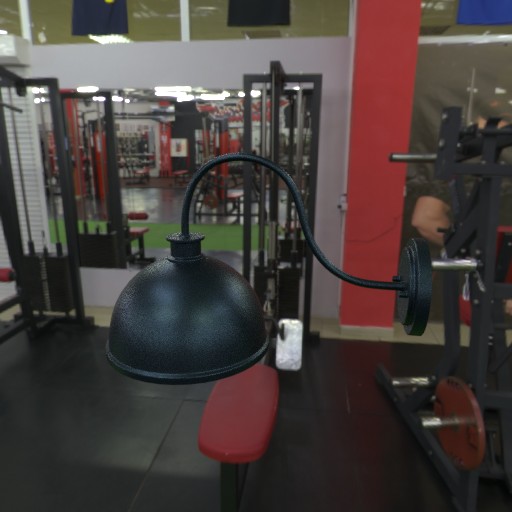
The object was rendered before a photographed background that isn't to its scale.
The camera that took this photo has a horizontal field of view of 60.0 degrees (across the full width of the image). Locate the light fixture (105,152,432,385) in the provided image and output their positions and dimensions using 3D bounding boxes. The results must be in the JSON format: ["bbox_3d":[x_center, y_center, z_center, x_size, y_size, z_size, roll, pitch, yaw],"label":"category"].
[{"bbox_3d":[0.000,0.000,0.649,0.467,0.295,0.253,3,15,10],"label":"light fixture"}]
